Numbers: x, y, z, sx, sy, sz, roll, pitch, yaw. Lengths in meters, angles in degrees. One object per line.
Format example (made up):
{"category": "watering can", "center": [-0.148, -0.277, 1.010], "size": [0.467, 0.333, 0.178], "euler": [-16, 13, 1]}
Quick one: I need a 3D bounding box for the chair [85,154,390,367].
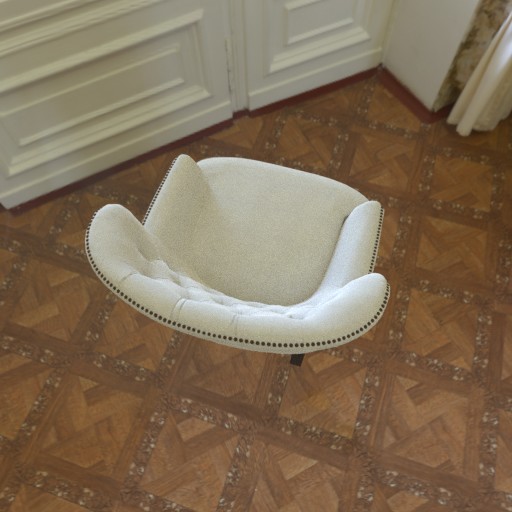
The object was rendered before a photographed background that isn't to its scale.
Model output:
{"category": "chair", "center": [0.000, 0.000, 1.627], "size": [0.848, 0.868, 0.906], "euler": [15, 63, 8]}
